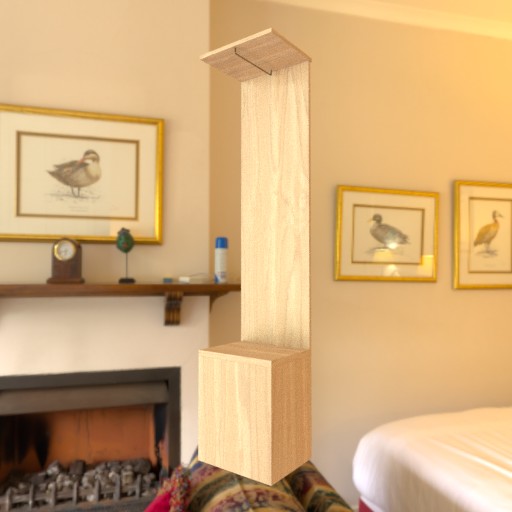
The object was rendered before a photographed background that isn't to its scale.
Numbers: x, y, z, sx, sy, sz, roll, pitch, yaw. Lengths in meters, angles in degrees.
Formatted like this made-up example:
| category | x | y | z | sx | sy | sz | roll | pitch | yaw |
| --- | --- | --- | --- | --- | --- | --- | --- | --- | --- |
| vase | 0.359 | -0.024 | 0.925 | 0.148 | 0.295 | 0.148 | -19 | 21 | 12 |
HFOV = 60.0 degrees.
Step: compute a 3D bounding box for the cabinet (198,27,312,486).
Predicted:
| category | x | y | z | sx | sy | sz | roll | pitch | yaw |
| --- | --- | --- | --- | --- | --- | --- | --- | --- | --- |
| cabinet | 0.000 | 0.000 | 2.066 | 0.411 | 1.879 | 0.338 | -1 | -2 | 37 |
